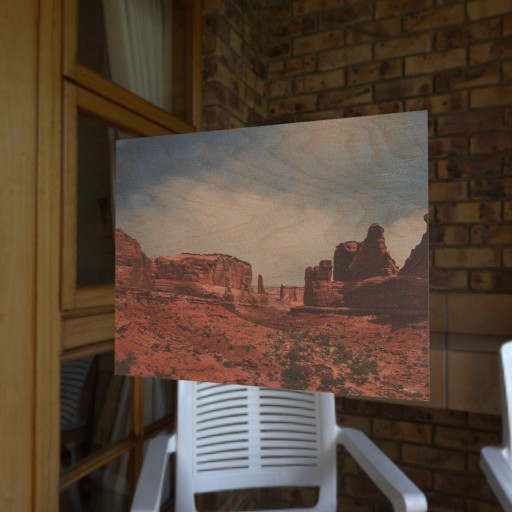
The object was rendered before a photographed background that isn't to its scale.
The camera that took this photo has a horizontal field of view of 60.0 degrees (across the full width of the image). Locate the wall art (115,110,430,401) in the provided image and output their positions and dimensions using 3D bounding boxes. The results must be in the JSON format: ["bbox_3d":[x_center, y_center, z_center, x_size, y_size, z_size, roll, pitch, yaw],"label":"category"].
[{"bbox_3d":[0.000,0.000,0.700,0.508,0.406,0.013,0,-1,17],"label":"wall art"}]
